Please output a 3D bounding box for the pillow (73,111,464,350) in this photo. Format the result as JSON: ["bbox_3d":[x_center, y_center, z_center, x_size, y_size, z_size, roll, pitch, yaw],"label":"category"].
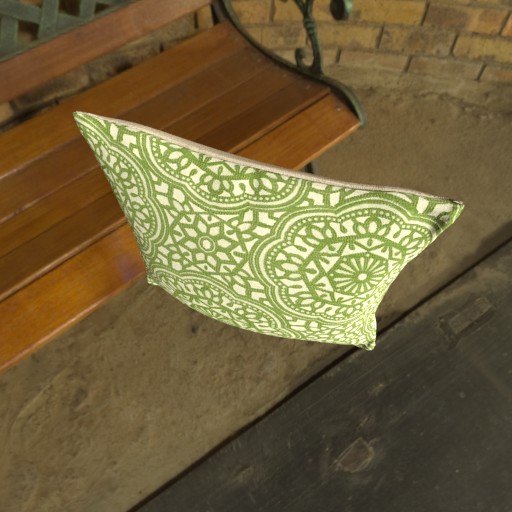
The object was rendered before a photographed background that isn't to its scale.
[{"bbox_3d":[0.000,0.000,0.645,0.440,0.419,0.162,15,60,9],"label":"pillow"}]
